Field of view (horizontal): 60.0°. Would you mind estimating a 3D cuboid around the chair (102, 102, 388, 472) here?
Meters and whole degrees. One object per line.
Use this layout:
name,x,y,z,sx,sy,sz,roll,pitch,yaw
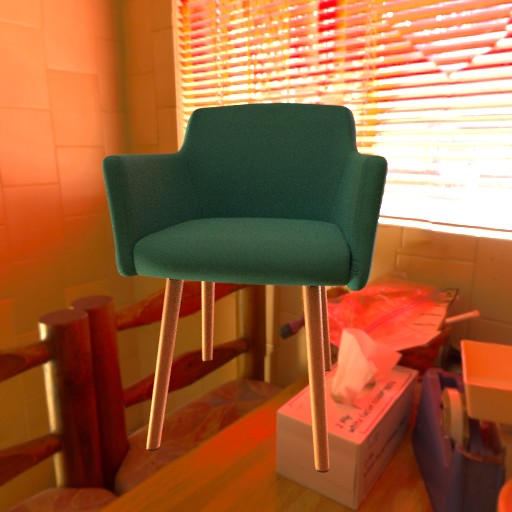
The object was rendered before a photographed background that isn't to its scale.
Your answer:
chair,0.000,0.000,1.117,0.570,0.780,0.540,2,13,10
